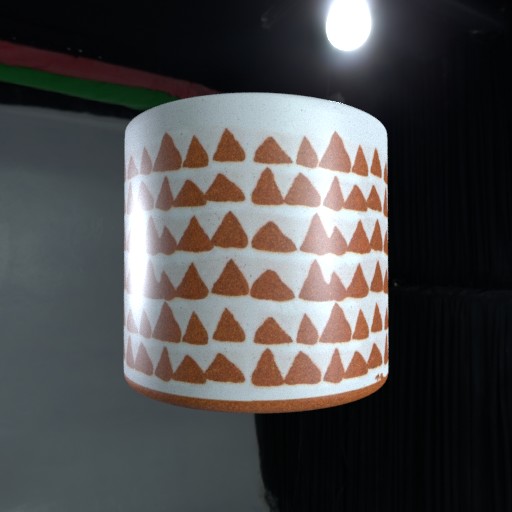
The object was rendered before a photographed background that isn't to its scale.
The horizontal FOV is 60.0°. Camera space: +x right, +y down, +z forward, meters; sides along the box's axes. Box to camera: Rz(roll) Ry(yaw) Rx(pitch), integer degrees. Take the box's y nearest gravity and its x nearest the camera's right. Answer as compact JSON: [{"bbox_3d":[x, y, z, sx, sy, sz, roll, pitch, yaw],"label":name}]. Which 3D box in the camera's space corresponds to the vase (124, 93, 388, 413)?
[{"bbox_3d":[0.000,0.000,0.240,0.137,0.127,0.137,0,-1,0],"label":"vase"}]
